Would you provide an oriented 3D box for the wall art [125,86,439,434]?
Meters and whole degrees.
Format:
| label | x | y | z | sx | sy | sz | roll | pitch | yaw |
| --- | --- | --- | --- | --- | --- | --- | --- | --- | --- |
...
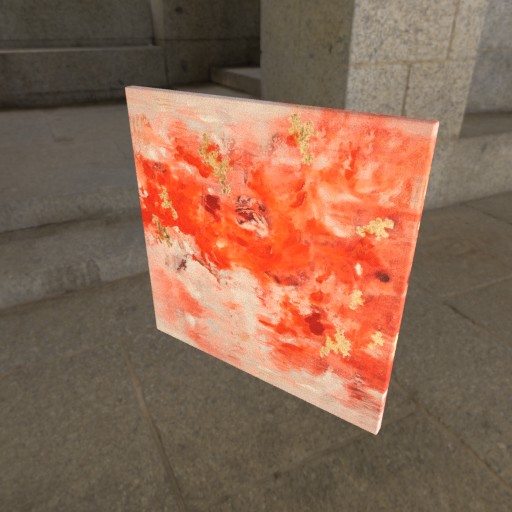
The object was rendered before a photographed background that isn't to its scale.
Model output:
| label | x | y | z | sx | sy | sz | roll | pitch | yaw |
| --- | --- | --- | --- | --- | --- | --- | --- | --- | --- |
| wall art | 0.000 | 0.000 | 1.302 | 0.878 | 0.878 | 0.066 | 18 | 33 | 29 |
